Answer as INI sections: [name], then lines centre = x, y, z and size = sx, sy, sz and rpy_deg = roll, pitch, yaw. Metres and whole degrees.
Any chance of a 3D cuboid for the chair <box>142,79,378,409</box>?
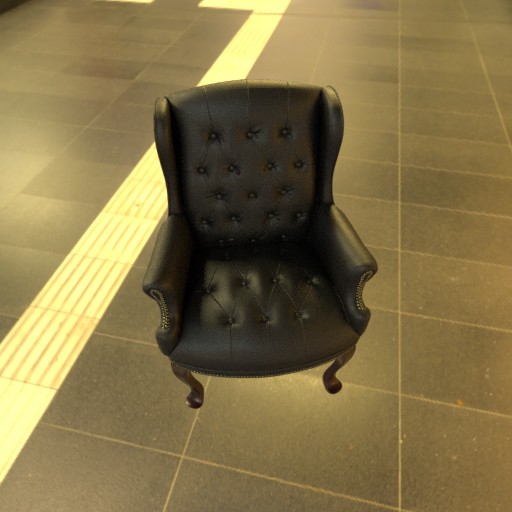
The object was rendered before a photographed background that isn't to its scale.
[chair]
centre = 0.000, 0.000, 1.762
size = 0.831, 1.133, 0.822
rpy_deg = -5, 45, -5
